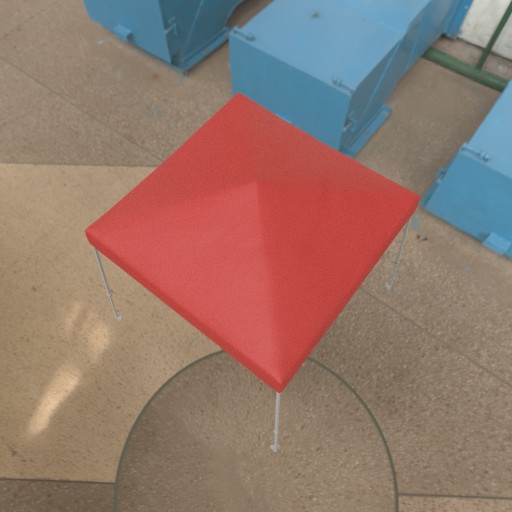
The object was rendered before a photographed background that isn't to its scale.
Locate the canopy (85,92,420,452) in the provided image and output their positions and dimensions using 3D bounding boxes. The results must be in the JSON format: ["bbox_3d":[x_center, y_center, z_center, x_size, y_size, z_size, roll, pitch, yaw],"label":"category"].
[{"bbox_3d":[0.000,0.000,6.495,3.599,3.600,3.600,35,68,16],"label":"canopy"}]
